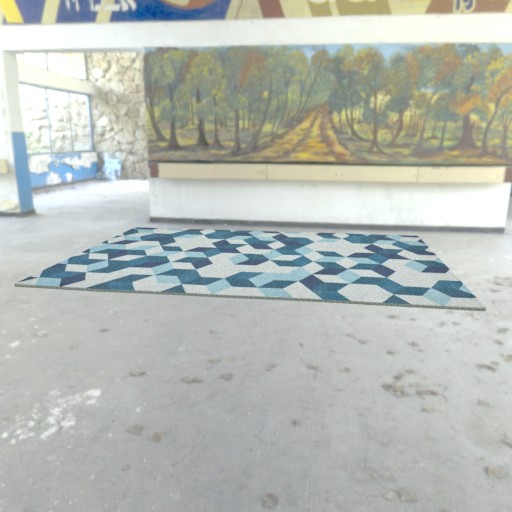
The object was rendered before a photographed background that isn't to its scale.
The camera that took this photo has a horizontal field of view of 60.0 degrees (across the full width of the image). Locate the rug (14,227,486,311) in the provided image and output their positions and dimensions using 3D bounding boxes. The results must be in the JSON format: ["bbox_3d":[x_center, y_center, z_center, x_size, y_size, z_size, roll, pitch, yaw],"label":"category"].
[{"bbox_3d":[0.000,0.000,2.274,1.829,0.014,1.235,2,15,8],"label":"rug"}]
